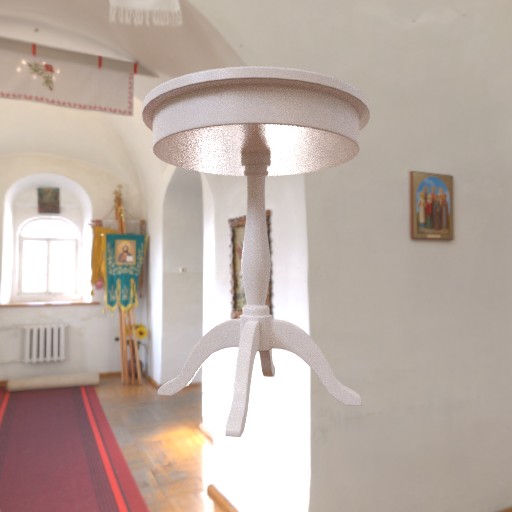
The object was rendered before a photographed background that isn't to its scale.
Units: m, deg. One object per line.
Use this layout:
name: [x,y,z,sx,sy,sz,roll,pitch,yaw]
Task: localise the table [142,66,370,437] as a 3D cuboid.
table: [0.000,0.000,1.023,0.513,0.653,0.513,0,-1,0]
